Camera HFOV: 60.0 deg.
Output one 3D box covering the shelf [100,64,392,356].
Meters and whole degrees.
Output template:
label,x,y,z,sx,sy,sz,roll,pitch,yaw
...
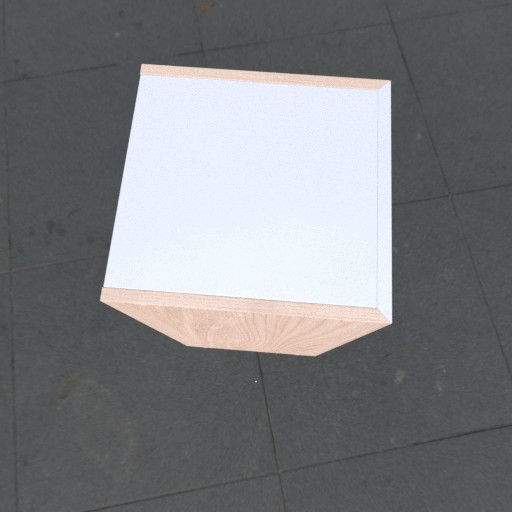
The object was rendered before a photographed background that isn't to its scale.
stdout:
label,x,y,z,sx,sy,sz,roll,pitch,yaw
shelf,0.000,0.000,0.773,0.297,0.594,0.290,4,74,1
